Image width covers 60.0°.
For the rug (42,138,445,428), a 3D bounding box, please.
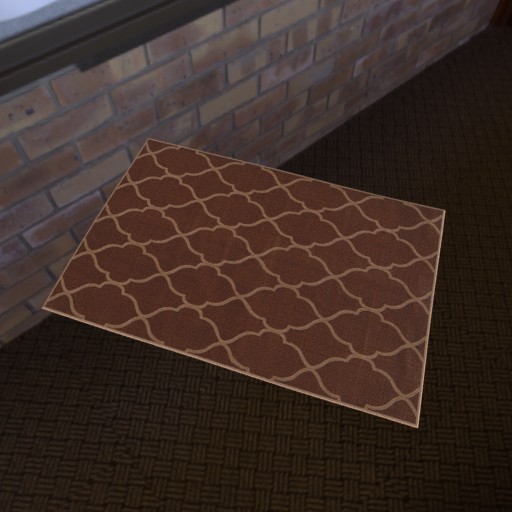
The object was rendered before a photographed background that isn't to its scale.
[{"bbox_3d":[0.000,0.000,2.906,2.290,0.014,1.526,15,60,9],"label":"rug"}]
